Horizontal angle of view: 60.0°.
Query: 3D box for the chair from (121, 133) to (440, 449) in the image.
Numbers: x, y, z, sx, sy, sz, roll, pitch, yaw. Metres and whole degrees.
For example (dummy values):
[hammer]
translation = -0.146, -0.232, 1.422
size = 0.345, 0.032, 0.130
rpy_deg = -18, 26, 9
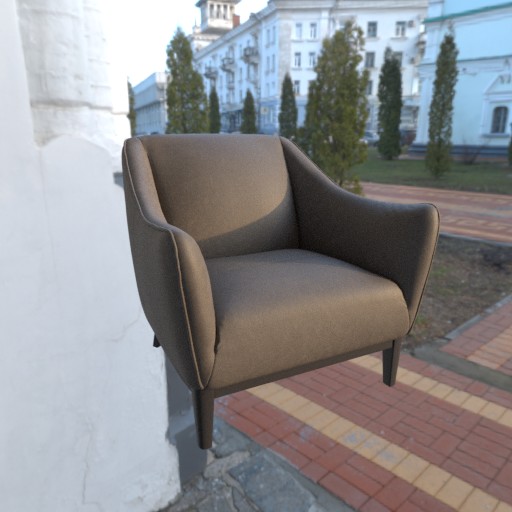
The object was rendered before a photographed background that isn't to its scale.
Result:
[chair]
translation = 0.000, 0.000, 1.560
size = 0.871, 0.830, 0.852
rpy_deg = -8, 17, -26
